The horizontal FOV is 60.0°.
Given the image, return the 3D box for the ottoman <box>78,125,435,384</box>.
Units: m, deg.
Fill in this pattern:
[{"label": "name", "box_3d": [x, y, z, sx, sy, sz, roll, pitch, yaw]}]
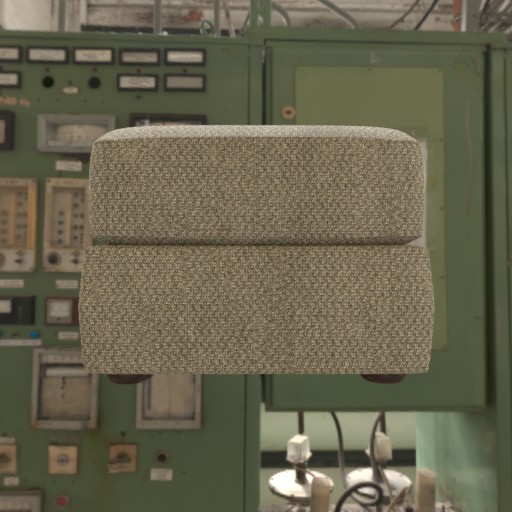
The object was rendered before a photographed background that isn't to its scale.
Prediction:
[{"label": "ottoman", "box_3d": [0.000, 0.000, 1.103, 0.603, 0.476, 0.751, 0, -1, 0]}]
